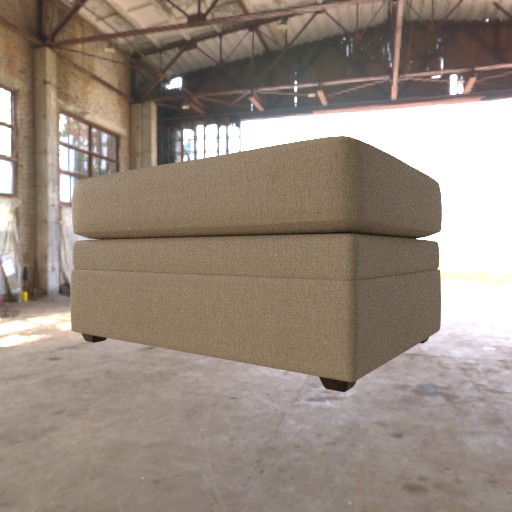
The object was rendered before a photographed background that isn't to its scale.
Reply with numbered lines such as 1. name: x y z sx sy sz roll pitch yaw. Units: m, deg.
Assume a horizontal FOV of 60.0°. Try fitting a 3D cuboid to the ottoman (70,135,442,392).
1. ottoman: 0.000 0.000 1.235 0.885 0.478 0.637 0 1 35
